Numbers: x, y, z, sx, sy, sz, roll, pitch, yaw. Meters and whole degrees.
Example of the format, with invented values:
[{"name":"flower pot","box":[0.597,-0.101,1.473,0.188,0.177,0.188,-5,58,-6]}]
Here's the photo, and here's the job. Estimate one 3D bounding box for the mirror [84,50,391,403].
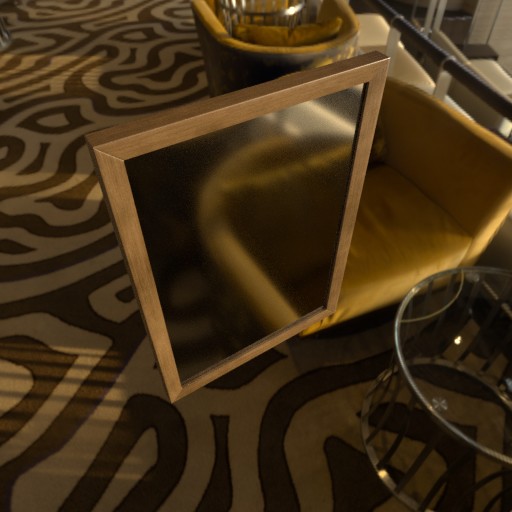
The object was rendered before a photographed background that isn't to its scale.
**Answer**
[{"name":"mirror","box":[0.000,0.000,0.913,0.507,0.710,0.040,-25,51,-22]}]
